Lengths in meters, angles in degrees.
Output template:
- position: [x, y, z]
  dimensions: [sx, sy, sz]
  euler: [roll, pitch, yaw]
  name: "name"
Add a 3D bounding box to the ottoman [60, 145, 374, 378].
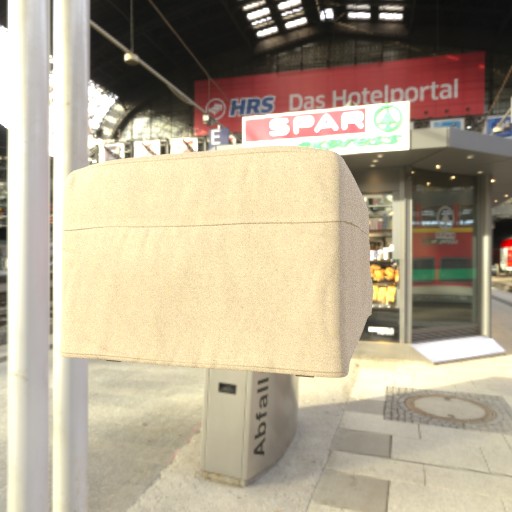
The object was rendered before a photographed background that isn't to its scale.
- position: [0.000, 0.000, 1.201]
  dimensions: [0.590, 0.444, 0.872]
  euler: [0, 0, 17]
  name: "ottoman"
